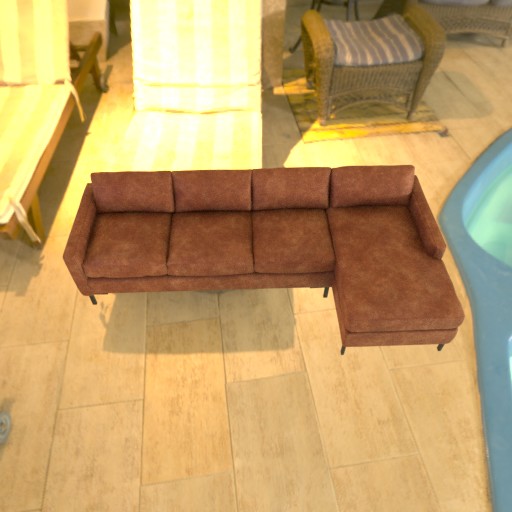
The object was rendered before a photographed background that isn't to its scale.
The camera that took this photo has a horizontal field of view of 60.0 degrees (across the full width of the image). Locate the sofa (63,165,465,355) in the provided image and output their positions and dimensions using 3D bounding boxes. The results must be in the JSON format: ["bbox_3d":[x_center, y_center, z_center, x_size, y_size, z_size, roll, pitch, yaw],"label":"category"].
[{"bbox_3d":[0.000,0.000,3.659,2.993,0.859,1.471,-2,48,-1],"label":"sofa"}]
